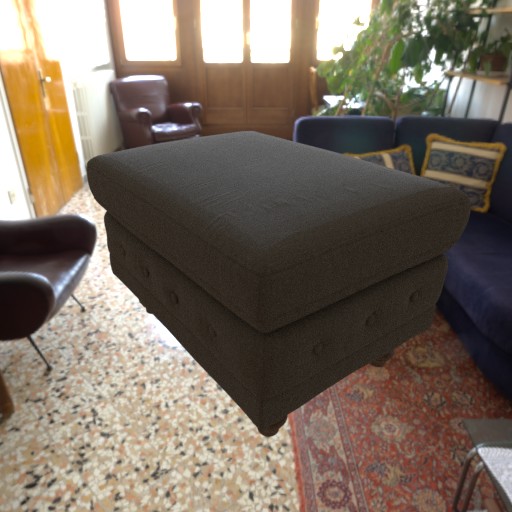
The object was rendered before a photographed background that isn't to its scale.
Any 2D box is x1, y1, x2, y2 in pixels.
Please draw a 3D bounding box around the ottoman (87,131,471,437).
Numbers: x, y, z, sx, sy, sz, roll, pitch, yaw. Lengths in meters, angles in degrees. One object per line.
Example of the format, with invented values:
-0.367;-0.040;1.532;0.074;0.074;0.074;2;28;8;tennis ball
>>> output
0.000;0.000;1.131;0.569;0.500;0.771;-19;33;-32;ottoman
